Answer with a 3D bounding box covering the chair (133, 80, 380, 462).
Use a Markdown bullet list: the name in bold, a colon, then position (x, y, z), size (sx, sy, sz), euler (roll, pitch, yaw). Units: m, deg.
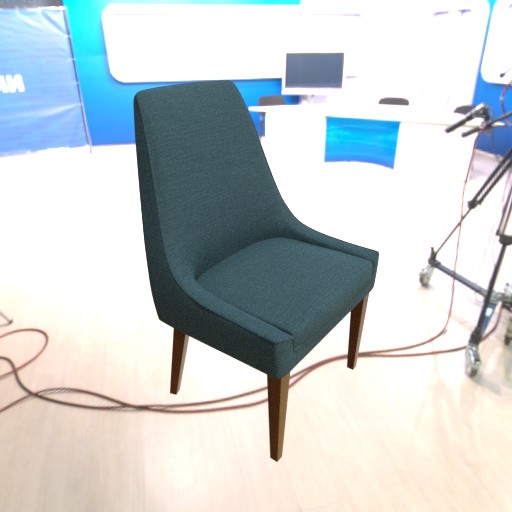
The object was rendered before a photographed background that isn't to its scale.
- **chair**: position (0.000, 0.000, 1.227), size (0.544, 0.861, 0.529), euler (19, 33, 32)
